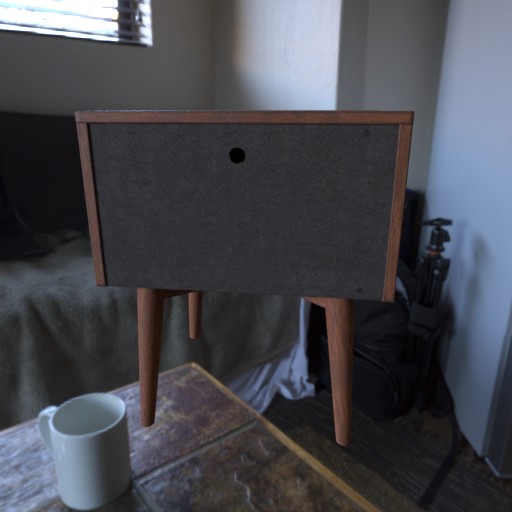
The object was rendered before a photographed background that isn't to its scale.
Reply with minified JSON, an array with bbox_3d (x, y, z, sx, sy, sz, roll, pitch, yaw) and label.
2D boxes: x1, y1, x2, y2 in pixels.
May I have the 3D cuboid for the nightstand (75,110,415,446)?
[{"bbox_3d":[0.000,0.000,0.973,0.521,0.607,0.445,2,18,7],"label":"nightstand"}]
